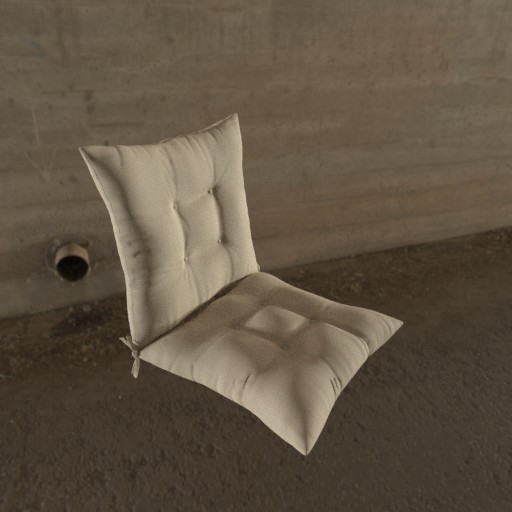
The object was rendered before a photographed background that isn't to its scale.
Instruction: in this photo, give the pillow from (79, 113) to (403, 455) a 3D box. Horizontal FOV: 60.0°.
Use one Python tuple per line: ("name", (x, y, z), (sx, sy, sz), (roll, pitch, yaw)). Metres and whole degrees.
("pillow", (0.000, 0.000, 1.028), (0.585, 0.536, 0.541), (18, 31, 31))
